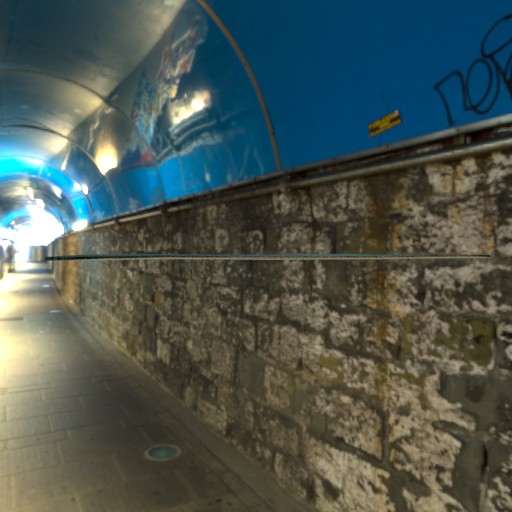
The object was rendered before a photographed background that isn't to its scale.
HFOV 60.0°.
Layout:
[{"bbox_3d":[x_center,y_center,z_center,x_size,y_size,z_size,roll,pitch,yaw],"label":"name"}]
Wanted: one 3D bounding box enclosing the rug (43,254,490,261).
[{"bbox_3d":[0.000,0.000,2.148,1.728,0.017,1.136,0,1,-17],"label":"rug"}]
